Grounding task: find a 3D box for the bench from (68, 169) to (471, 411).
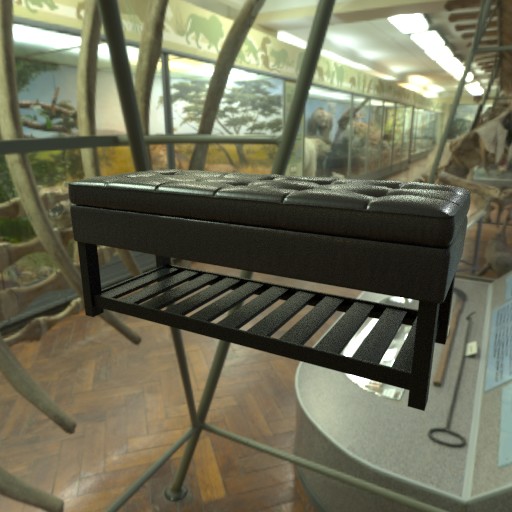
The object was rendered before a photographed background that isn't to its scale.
[{"bbox_3d":[0.000,0.000,1.333,1.105,0.460,0.432,9,18,28],"label":"bench"}]
